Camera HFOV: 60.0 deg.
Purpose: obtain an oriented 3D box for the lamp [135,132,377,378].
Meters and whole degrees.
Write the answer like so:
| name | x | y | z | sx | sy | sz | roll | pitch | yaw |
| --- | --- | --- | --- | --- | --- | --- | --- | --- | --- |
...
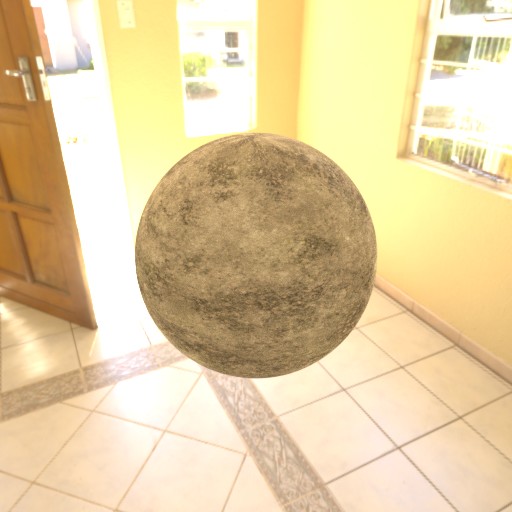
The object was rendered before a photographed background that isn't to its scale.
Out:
| name | x | y | z | sx | sy | sz | roll | pitch | yaw |
| --- | --- | --- | --- | --- | --- | --- | --- | --- | --- |
| lamp | 0.000 | 0.000 | 0.798 | 0.422 | 0.429 | 0.422 | 0 | 28 | 0 |
